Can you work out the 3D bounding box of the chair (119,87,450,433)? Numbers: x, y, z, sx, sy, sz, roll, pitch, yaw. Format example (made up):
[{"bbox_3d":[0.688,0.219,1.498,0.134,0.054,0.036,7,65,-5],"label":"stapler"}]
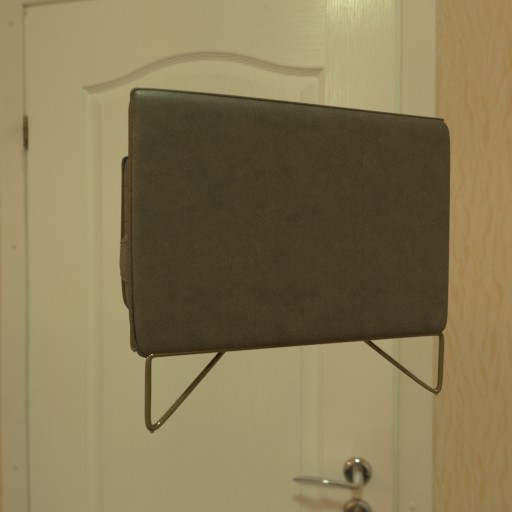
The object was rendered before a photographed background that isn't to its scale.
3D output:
[{"bbox_3d":[0.000,0.000,1.519,0.894,0.790,0.880,0,1,-18],"label":"chair"}]
